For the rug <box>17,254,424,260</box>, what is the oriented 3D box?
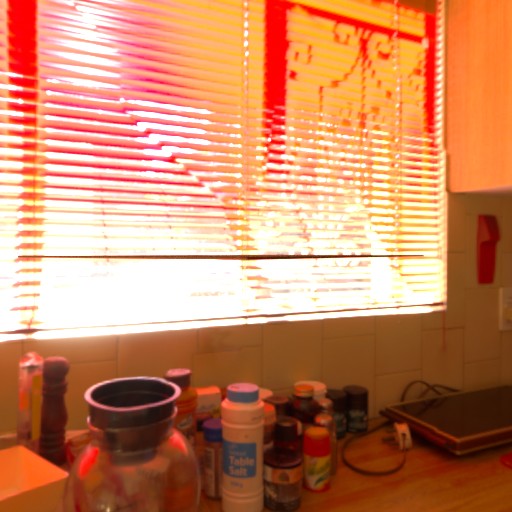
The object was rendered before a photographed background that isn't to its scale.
[{"bbox_3d":[0.000,0.000,2.291,1.219,0.010,1.829,0,0,35],"label":"rug"}]
